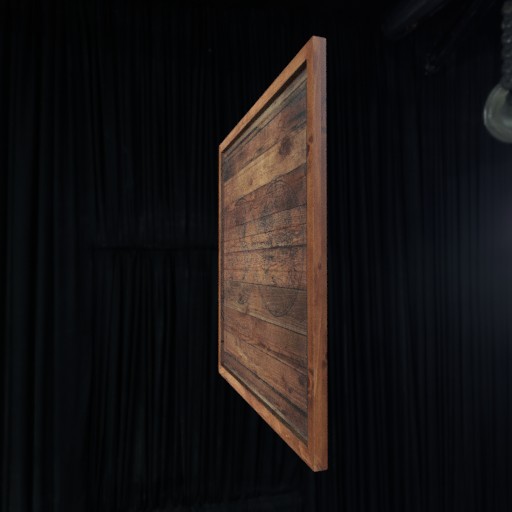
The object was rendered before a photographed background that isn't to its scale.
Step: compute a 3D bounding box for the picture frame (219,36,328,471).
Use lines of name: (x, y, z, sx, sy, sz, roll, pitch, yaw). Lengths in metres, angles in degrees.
picture frame: (0.000, 0.000, 1.219, 0.029, 0.817, 0.810, 0, -1, -17)
